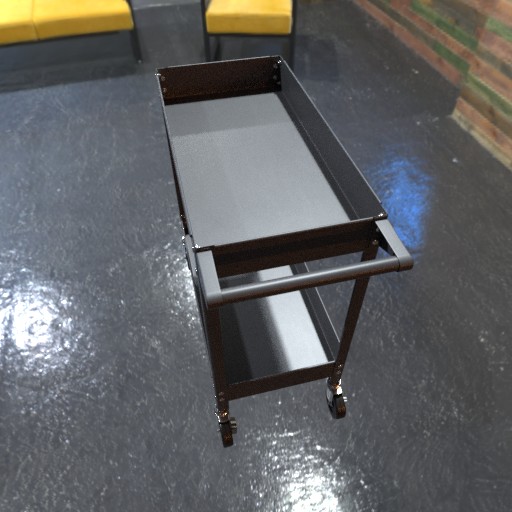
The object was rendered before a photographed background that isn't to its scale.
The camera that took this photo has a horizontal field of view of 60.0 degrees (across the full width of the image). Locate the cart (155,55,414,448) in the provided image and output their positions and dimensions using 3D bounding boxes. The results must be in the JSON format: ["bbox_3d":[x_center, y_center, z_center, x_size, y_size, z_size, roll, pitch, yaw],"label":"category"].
[{"bbox_3d":[0.000,0.000,1.182,0.366,0.719,0.779,-10,48,-10],"label":"cart"}]
